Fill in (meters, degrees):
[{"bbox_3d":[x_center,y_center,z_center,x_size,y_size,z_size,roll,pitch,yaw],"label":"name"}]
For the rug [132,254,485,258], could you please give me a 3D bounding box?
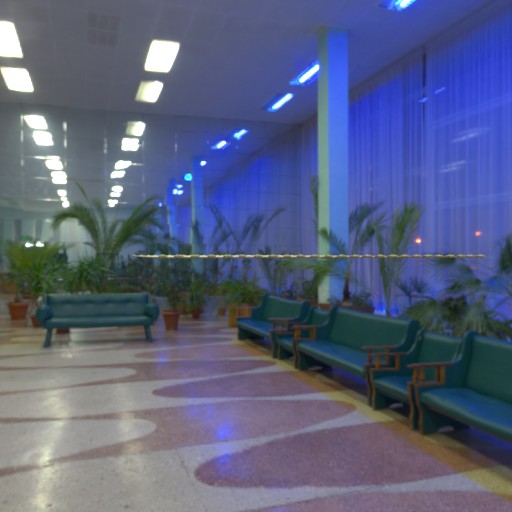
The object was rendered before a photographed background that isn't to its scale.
[{"bbox_3d":[0.000,0.000,3.032,1.540,0.018,2.435,0,0,-18],"label":"rug"}]
